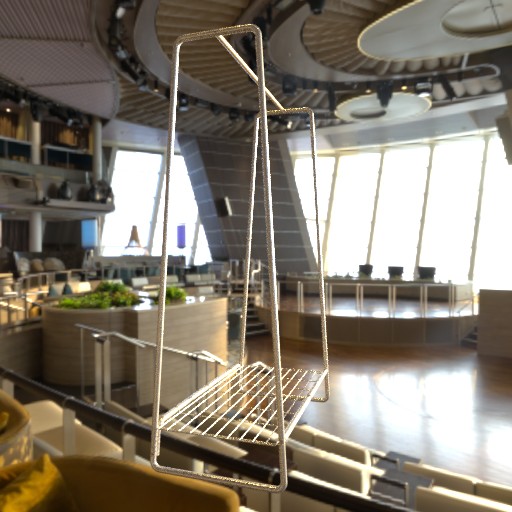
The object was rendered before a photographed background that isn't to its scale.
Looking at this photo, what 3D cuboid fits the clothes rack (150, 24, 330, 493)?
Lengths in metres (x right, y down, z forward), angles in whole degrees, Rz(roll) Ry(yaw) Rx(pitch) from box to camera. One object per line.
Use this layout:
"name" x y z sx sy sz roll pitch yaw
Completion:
"clothes rack" 0.000 0.000 1.888 0.495 1.500 0.900 0 1 18
